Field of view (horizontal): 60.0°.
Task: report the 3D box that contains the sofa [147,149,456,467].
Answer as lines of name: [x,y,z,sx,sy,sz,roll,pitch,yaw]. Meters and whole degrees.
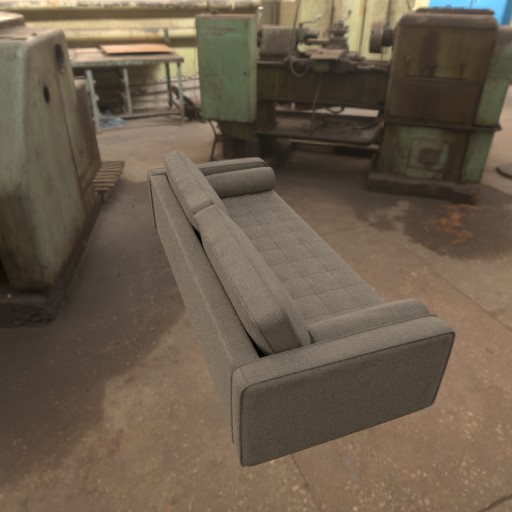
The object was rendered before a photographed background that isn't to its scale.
sofa: [0.000,0.000,2.565,0.914,0.762,2.211,-11,33,-17]
